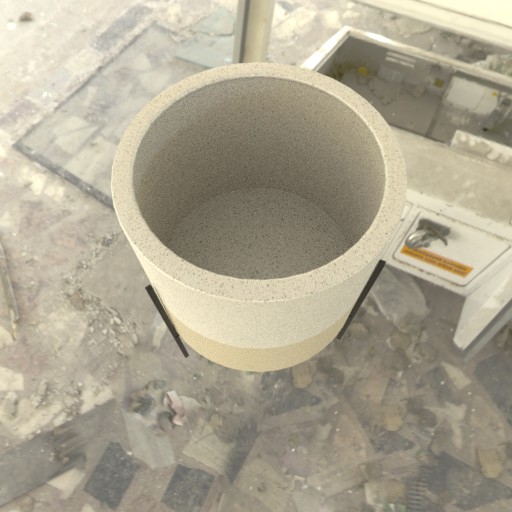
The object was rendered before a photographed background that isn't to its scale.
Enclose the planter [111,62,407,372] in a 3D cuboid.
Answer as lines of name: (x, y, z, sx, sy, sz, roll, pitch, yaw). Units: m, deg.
planter: (0.000, 0.000, 0.748, 0.368, 0.484, 0.359, -34, 68, -16)
